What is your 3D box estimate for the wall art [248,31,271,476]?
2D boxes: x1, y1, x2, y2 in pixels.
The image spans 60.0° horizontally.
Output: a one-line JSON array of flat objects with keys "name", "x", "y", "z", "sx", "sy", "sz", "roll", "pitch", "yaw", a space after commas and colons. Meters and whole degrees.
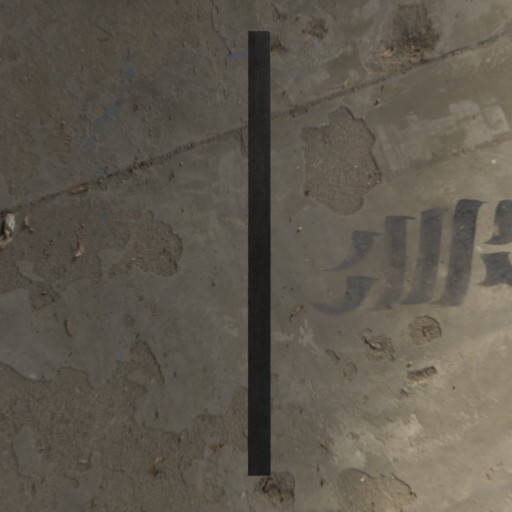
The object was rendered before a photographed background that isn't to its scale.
[{"name": "wall art", "x": 0.000, "y": 0.000, "z": 1.139, "sx": 0.039, "sy": 0.763, "sz": 0.763, "roll": 0, "pitch": 89, "yaw": -1}]
